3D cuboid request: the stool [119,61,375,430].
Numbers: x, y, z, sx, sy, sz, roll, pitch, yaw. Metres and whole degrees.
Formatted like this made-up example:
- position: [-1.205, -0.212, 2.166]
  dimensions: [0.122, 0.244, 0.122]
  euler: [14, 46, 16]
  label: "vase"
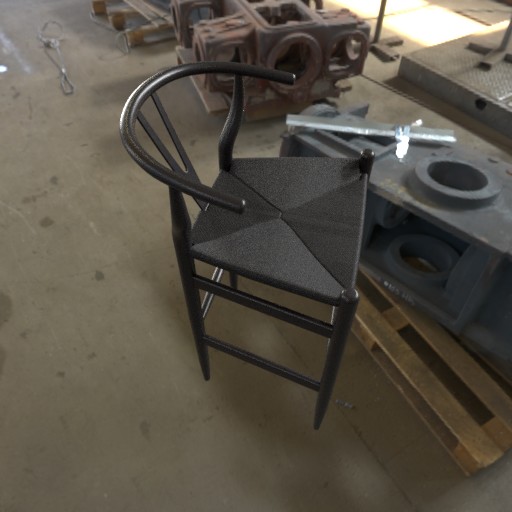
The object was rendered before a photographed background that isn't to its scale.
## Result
- position: [0.000, 0.000, 1.317]
  dimensions: [0.579, 0.970, 0.569]
  euler: [10, 48, 9]
  label: "stool"
